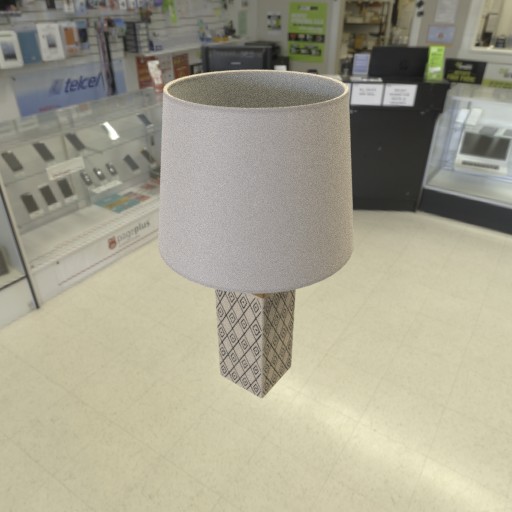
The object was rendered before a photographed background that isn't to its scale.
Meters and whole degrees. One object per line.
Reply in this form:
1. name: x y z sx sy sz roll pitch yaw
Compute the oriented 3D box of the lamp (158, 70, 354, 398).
1. lamp: 0.000 0.000 0.596 0.251 0.435 0.251 0 32 0
